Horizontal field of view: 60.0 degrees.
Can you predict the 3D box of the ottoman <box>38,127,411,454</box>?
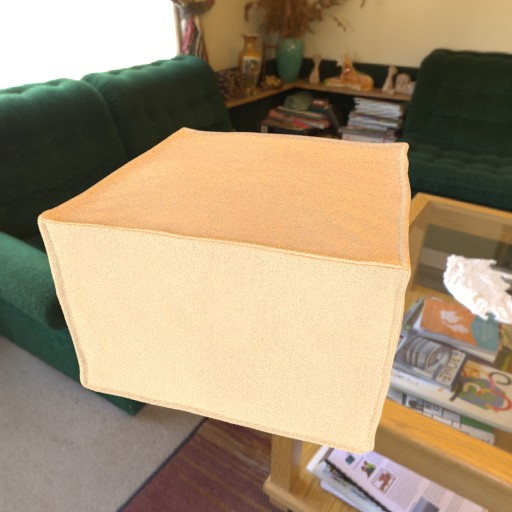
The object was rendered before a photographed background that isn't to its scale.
[{"bbox_3d":[0.000,0.000,1.122,0.707,0.470,0.696,8,33,13],"label":"ottoman"}]
